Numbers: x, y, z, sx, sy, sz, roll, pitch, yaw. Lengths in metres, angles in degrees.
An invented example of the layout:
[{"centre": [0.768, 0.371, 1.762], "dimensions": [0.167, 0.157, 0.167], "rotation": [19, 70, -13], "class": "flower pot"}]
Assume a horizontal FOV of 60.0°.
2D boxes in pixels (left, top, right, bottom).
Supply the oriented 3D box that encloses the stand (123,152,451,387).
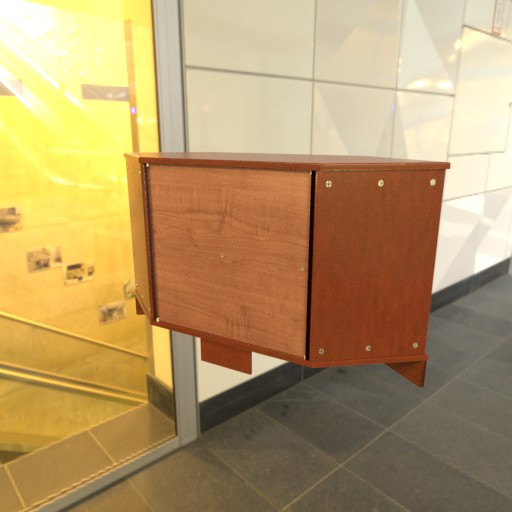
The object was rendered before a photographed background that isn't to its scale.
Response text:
[{"centre": [0.000, 0.000, 1.399], "dimensions": [1.072, 0.614, 0.381], "rotation": [8, 18, 28], "class": "stand"}]
